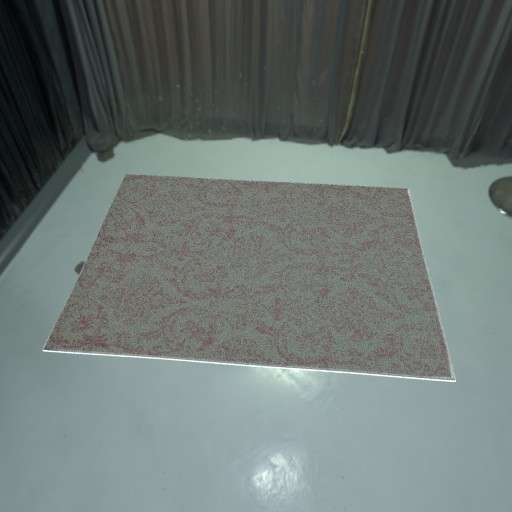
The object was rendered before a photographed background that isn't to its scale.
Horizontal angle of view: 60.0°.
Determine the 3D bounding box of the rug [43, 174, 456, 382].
[{"bbox_3d":[0.000,0.000,2.893,2.202,0.014,1.598,3,47,3],"label":"rug"}]
